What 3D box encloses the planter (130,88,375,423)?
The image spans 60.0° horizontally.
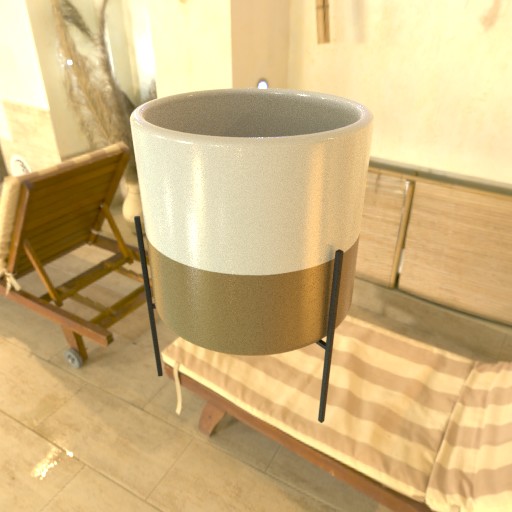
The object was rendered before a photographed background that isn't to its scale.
[{"bbox_3d":[0.000,0.000,0.665,0.310,0.432,0.310,19,35,30],"label":"planter"}]
